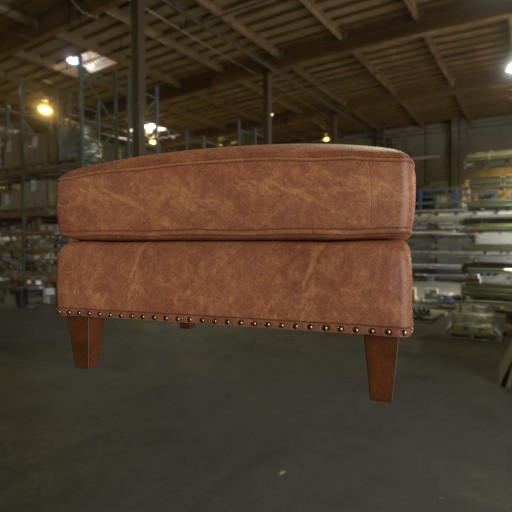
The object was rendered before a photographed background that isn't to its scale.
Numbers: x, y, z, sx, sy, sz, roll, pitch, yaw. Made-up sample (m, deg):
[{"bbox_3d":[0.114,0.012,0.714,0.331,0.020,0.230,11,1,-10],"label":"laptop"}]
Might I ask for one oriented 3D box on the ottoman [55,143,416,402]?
[{"bbox_3d":[0.000,0.000,1.107,0.742,0.486,0.586,1,2,19],"label":"ottoman"}]
